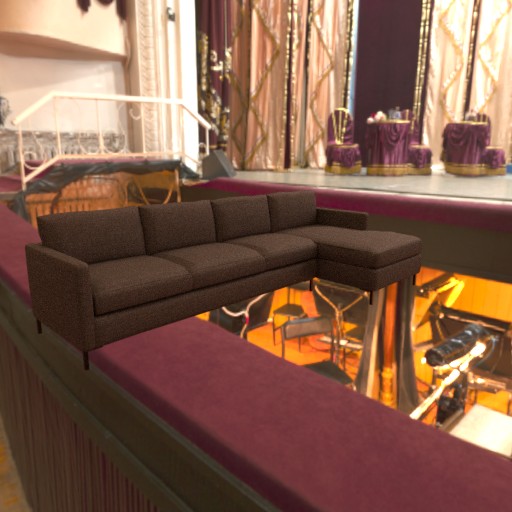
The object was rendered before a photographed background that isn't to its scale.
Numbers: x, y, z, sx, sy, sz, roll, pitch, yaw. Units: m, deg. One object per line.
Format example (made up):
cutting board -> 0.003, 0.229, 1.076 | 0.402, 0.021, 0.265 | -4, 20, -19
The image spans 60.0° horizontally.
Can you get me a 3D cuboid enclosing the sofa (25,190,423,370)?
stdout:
sofa -> 0.000, 0.000, 3.748 | 3.221, 0.892, 1.483 | -13, 18, -43
